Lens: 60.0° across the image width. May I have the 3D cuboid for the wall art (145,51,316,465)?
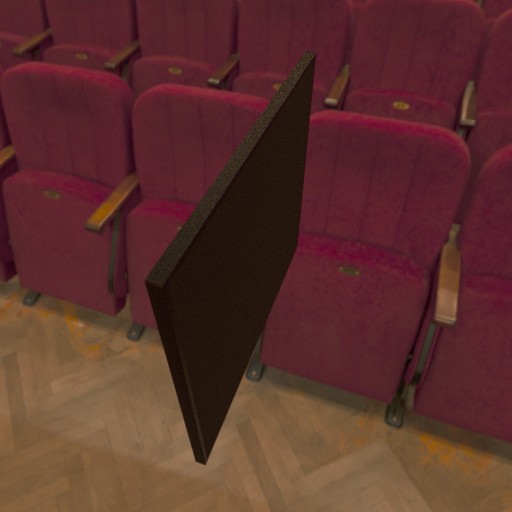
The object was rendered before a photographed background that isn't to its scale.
[{"bbox_3d":[0.000,0.000,0.714,0.018,0.450,0.521,15,48,14],"label":"wall art"}]
